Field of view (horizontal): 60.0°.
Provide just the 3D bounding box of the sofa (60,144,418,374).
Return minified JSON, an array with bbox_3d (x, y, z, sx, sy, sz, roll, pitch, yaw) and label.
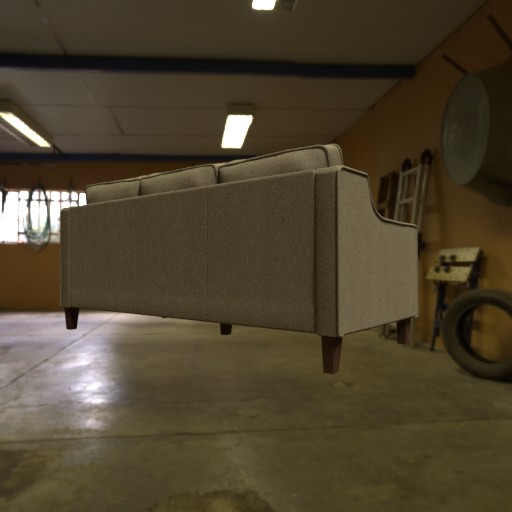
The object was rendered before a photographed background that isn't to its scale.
[{"bbox_3d":[0.000,0.000,3.302,2.317,1.081,1.858,-1,-2,38],"label":"sofa"}]
